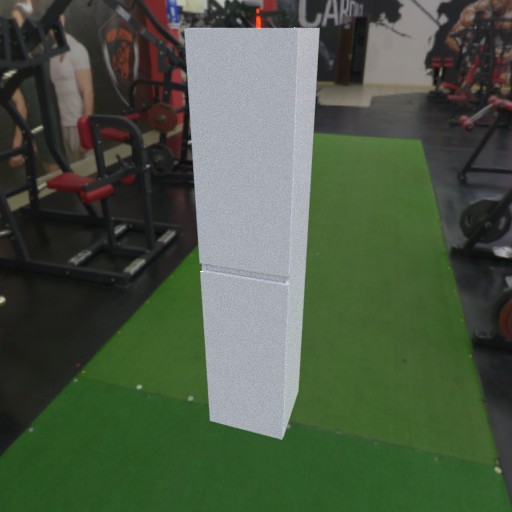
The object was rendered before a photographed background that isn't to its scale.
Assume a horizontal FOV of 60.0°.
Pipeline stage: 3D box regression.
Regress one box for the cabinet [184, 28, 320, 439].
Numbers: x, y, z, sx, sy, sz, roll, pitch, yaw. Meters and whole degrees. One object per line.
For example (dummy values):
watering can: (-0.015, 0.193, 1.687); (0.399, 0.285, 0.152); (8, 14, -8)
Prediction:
cabinet: (0.000, 0.000, 1.531); (0.300, 1.400, 0.270); (8, 28, 16)
